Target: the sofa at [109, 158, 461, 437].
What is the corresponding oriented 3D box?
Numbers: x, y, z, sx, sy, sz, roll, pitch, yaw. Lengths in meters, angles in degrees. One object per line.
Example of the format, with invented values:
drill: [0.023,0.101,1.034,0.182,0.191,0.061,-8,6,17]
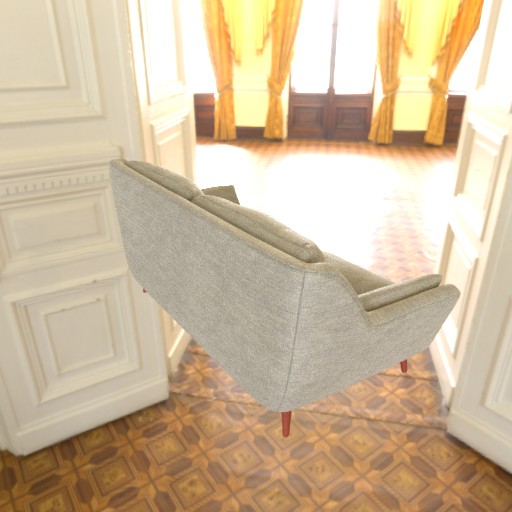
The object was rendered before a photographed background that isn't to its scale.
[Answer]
sofa: [0.000,0.000,2.454,0.976,0.897,1.930,-18,31,-32]
